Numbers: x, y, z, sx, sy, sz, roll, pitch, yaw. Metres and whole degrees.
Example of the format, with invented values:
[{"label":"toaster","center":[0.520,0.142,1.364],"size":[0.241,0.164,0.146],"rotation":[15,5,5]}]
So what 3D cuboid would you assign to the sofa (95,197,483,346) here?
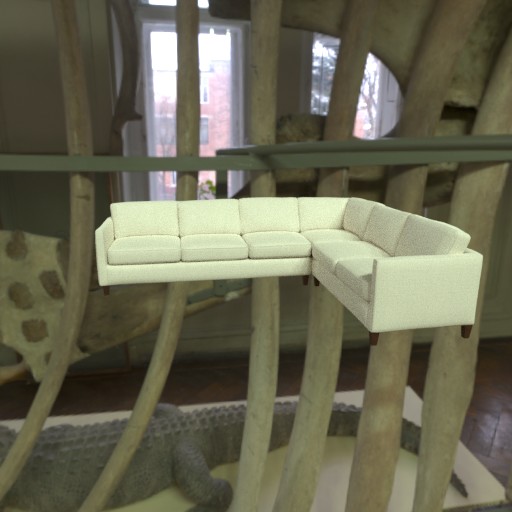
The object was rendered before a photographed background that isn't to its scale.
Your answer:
[{"label":"sofa","center":[0.000,0.000,4.539],"size":[3.302,0.947,2.593],"rotation":[-2,15,-9]}]
